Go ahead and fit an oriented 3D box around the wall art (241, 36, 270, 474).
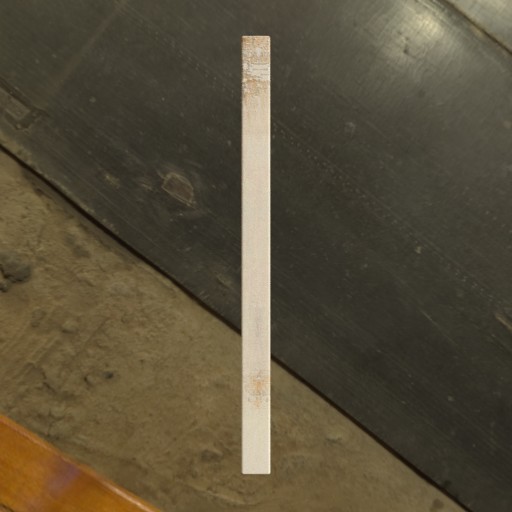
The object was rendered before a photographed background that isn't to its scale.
[{"bbox_3d":[0.000,0.000,0.923,0.040,0.613,0.611,0,90,0],"label":"wall art"}]
